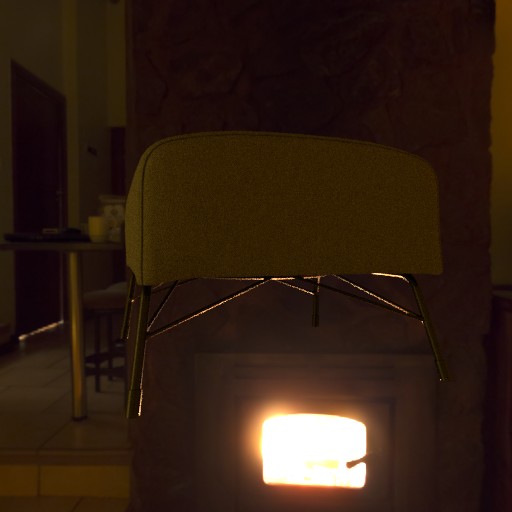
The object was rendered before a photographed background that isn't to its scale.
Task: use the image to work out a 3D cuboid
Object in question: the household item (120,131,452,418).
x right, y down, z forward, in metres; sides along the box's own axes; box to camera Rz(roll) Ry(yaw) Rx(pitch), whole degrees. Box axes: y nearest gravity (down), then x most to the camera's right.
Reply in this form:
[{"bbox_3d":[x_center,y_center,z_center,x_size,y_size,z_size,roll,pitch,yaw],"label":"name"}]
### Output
[{"bbox_3d":[0.000,0.000,0.908,0.530,0.410,0.530,-1,2,-18],"label":"household item"}]
